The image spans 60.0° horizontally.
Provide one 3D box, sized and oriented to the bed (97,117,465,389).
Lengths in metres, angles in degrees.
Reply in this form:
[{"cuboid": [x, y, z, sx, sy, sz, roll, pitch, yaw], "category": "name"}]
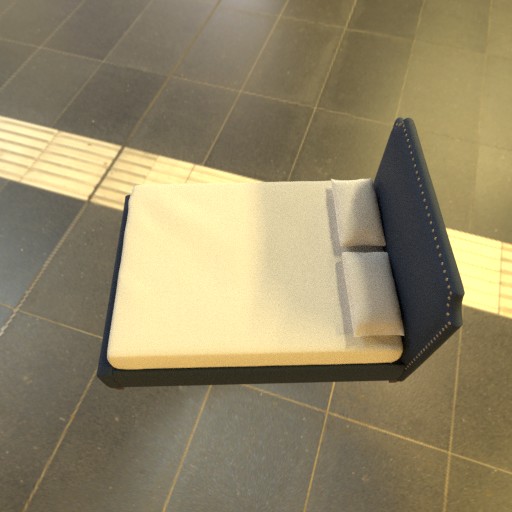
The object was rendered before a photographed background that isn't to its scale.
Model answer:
[{"cuboid": [0.000, 0.000, 3.440, 2.372, 1.443, 1.712, -1, 59, -1], "category": "bed"}]
